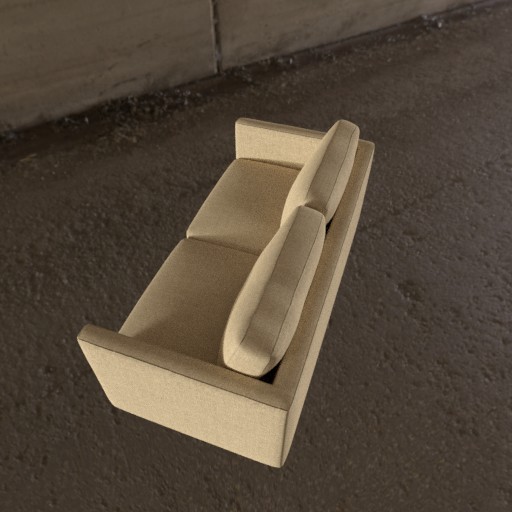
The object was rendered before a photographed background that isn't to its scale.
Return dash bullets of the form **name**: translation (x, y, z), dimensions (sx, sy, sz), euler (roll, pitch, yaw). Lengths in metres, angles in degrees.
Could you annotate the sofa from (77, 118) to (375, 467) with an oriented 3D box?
- **sofa**: translation (0.000, 0.000, 2.497), dimensions (0.950, 0.963, 1.884), euler (15, 49, 13)
